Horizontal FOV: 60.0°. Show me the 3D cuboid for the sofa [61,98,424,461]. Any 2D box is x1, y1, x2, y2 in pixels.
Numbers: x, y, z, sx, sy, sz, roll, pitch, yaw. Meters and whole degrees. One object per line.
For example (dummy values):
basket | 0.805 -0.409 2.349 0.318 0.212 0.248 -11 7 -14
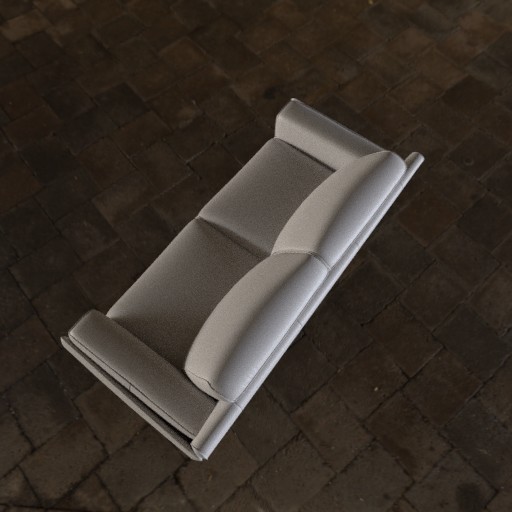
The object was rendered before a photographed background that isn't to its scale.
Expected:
sofa | 0.000 0.000 2.586 1.049 0.930 2.101 34 69 15
